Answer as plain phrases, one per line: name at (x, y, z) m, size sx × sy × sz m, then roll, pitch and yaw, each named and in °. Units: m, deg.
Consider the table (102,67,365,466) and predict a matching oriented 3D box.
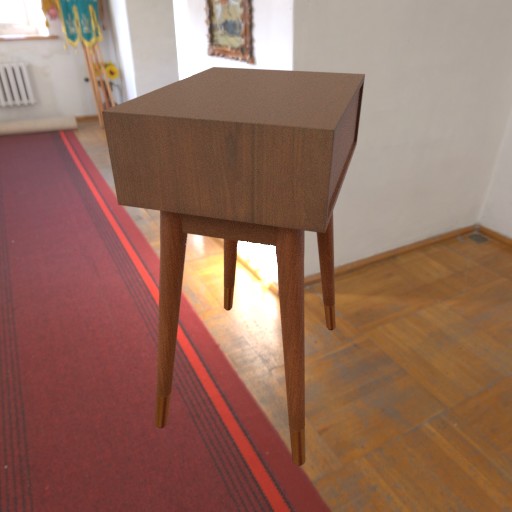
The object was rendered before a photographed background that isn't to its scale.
table at (0.000, 0.000, 0.836) m, size 0.300 × 0.599 × 0.406 m, roll 9°, pitch 32°, yaw 14°
